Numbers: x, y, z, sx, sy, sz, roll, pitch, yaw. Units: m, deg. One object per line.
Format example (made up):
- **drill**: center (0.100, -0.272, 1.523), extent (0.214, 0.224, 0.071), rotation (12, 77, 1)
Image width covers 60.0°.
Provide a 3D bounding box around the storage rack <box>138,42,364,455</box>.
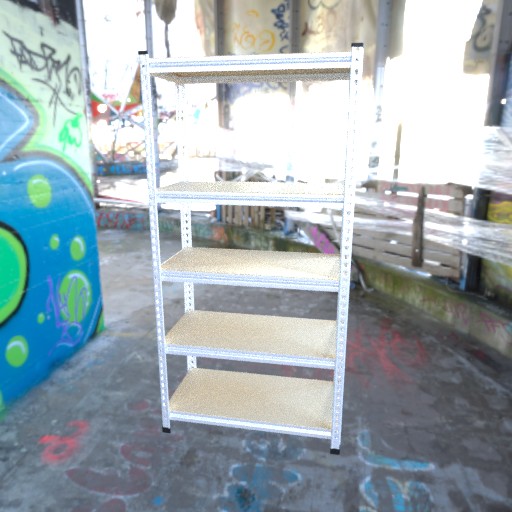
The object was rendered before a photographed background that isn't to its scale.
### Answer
- **storage rack**: center (0.000, 0.000, 2.202), extent (0.914, 1.829, 0.457), rotation (3, 15, 10)
